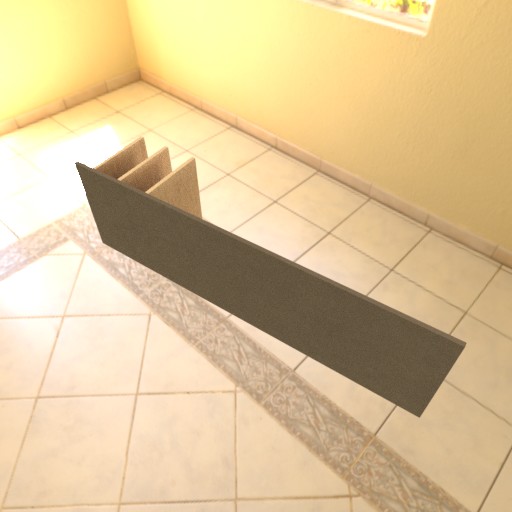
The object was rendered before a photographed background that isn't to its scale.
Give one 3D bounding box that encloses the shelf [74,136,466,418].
[{"bbox_3d":[0.000,0.000,1.145,1.020,0.300,0.200,26,52,22],"label":"shelf"}]
